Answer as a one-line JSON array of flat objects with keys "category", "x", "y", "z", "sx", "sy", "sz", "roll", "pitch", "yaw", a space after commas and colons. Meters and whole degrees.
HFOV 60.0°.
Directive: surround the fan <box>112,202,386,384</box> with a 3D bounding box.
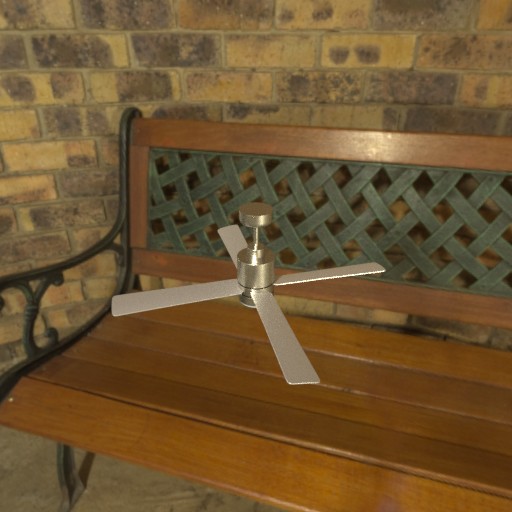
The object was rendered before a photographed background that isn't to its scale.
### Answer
[{"category": "fan", "x": 0.000, "y": 0.000, "z": 2.350, "sx": 1.525, "sy": 0.539, "sz": 1.525, "roll": -7, "pitch": 30, "yaw": -13}]
